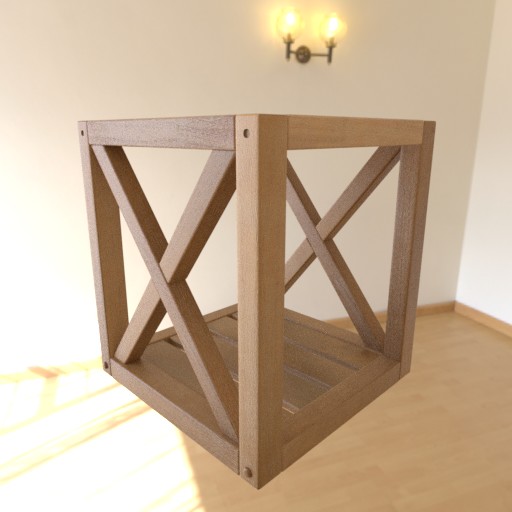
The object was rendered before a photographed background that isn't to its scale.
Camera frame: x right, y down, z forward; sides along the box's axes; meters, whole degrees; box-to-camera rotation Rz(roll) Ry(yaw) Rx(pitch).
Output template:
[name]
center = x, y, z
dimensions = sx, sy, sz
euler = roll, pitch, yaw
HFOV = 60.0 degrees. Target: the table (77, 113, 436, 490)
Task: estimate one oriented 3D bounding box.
[table]
center = 0.000, 0.000, 1.043
dimensions = 0.559, 0.610, 0.558
euler = 15, 21, 43
